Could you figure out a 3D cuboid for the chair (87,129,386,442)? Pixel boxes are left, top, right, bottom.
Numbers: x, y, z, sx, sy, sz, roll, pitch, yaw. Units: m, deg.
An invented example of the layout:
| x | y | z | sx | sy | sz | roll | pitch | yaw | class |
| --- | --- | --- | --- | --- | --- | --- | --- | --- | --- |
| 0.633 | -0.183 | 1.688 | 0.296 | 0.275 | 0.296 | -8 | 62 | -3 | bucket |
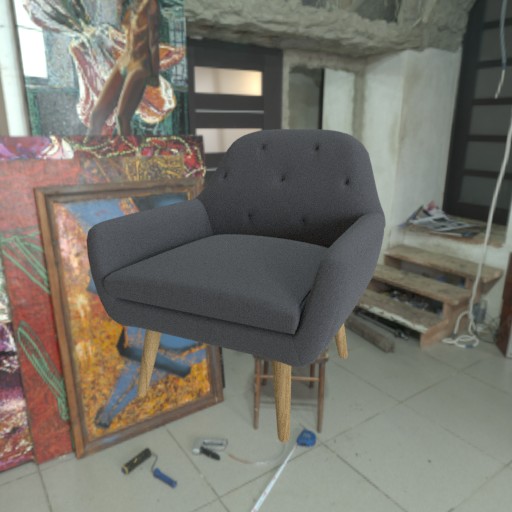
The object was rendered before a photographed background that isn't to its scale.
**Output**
| x | y | z | sx | sy | sz | roll | pitch | yaw | class |
| --- | --- | --- | --- | --- | --- | --- | --- | --- | --- |
| 0.000 | 0.000 | 1.456 | 0.770 | 0.800 | 0.779 | 8 | 18 | 25 | chair |
